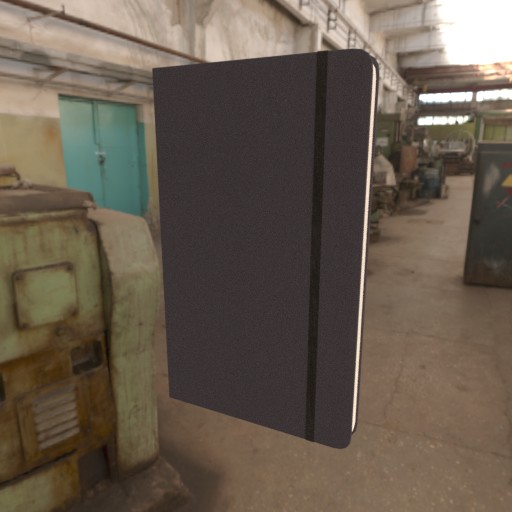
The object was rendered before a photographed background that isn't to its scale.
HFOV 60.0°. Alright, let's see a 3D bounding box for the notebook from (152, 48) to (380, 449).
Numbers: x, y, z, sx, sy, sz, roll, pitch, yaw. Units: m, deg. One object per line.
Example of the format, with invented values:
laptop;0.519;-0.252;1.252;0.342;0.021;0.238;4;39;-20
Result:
notebook;0.000;0.000;0.259;0.127;0.213;0.016;7;15;26
